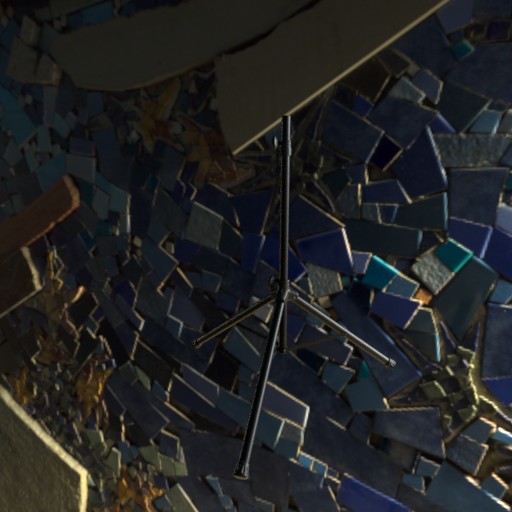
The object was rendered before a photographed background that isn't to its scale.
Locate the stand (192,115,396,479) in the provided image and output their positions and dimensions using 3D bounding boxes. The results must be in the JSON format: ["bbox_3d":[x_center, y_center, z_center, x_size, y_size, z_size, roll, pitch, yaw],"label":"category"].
[{"bbox_3d":[0.000,0.000,1.901,0.907,1.136,1.045,13,19,43],"label":"stand"}]
